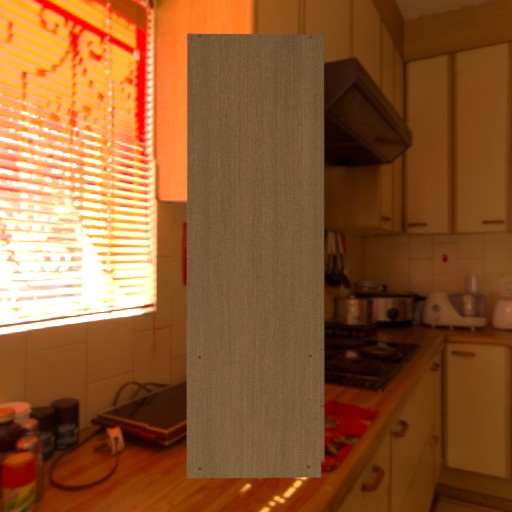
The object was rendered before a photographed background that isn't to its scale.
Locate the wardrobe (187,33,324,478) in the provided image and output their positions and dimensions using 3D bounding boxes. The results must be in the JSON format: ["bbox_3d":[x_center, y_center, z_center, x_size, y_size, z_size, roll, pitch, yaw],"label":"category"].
[{"bbox_3d":[0.000,0.000,2.299,0.577,1.808,0.991,0,0,-1],"label":"wardrobe"}]
